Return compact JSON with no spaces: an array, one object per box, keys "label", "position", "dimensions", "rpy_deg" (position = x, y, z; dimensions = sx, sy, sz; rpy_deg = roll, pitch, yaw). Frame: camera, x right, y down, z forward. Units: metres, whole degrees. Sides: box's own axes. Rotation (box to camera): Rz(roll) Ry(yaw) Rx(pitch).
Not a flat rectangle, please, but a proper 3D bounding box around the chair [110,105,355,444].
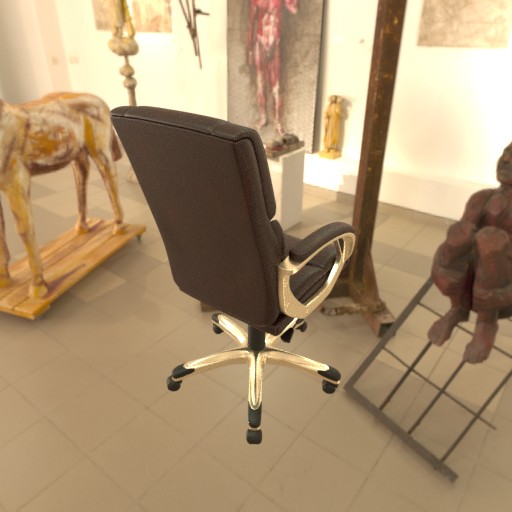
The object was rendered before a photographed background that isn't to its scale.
[{"label":"chair","position":[0.000,0.000,1.586],"dimensions":[0.662,1.107,0.739],"rpy_deg":[21,35,32]}]
